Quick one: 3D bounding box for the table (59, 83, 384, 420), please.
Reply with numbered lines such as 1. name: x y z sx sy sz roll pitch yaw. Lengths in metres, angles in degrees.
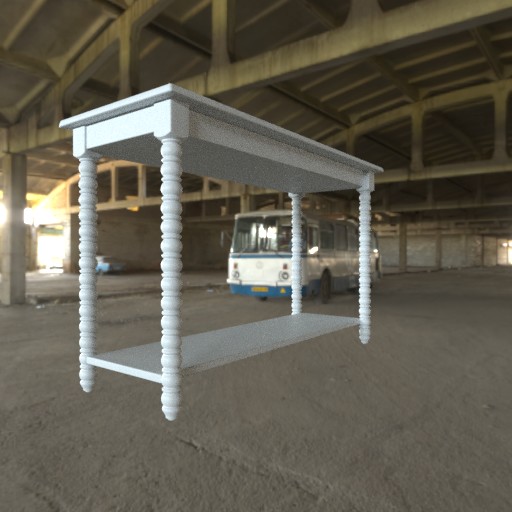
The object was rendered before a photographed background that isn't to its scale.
1. table: 0.000 0.000 1.541 0.459 0.740 1.184 0 0 37
